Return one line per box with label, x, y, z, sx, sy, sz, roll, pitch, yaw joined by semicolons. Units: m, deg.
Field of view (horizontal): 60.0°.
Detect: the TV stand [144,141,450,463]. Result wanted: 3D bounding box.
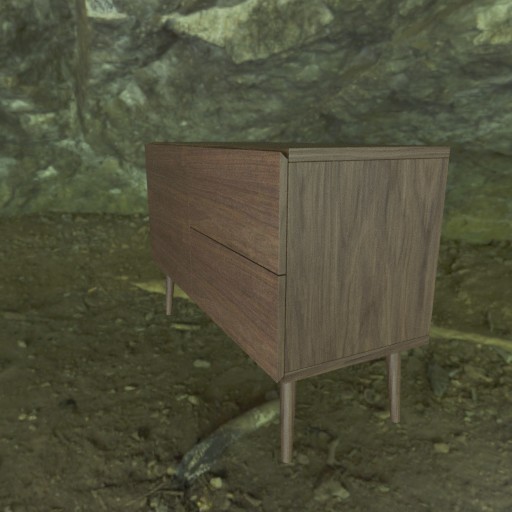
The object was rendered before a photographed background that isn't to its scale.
TV stand;0.000;0.000;1.342;0.405;0.660;0.990;-7;17;-26
